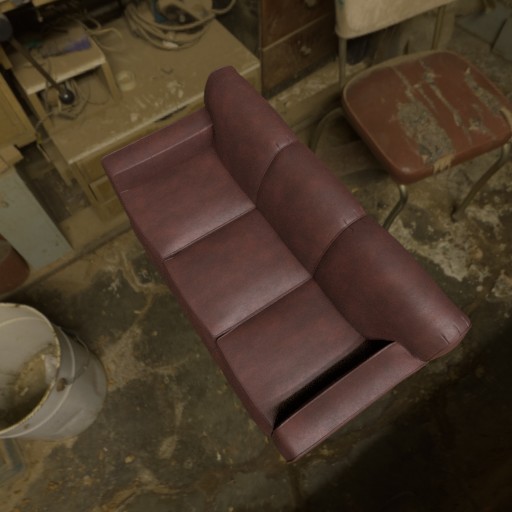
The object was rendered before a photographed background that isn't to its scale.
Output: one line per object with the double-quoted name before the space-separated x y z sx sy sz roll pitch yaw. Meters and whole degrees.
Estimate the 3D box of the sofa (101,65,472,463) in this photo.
"sofa" 0.000 0.000 2.568 1.008 0.953 2.039 -31 68 -14
